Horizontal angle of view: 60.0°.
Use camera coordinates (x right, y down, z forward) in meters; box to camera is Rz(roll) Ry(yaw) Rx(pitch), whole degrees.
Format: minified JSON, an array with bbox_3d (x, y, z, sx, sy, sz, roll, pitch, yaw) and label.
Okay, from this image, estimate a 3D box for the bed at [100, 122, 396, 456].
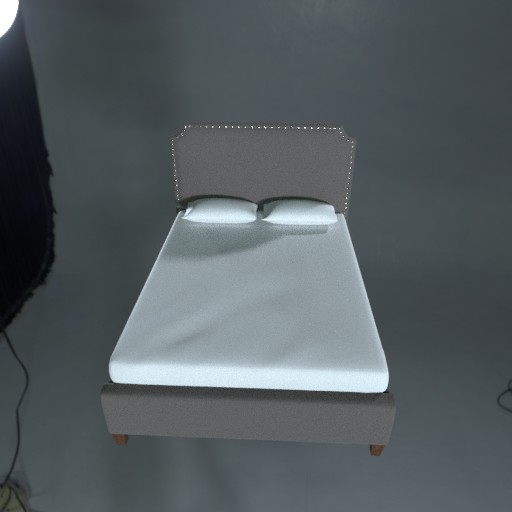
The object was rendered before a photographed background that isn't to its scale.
[{"bbox_3d":[0.000,0.000,3.367,1.713,1.443,2.372,1,30,2],"label":"bed"}]
